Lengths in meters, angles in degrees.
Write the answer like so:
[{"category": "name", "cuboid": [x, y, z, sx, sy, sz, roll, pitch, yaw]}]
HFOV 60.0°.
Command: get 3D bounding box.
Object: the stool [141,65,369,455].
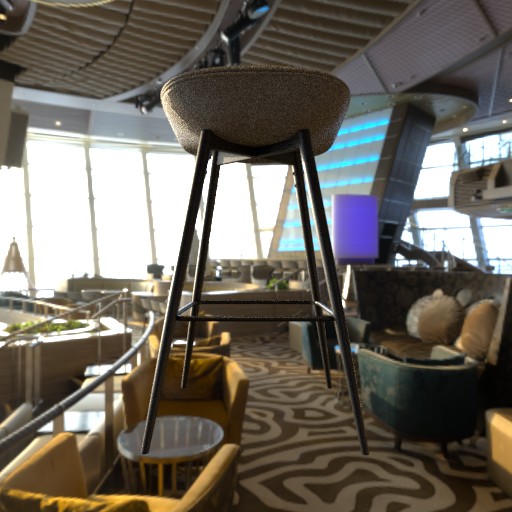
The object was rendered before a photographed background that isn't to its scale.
[{"category": "stool", "cuboid": [0.000, 0.000, 1.146, 0.469, 0.814, 0.480, 0, 0, 1]}]
